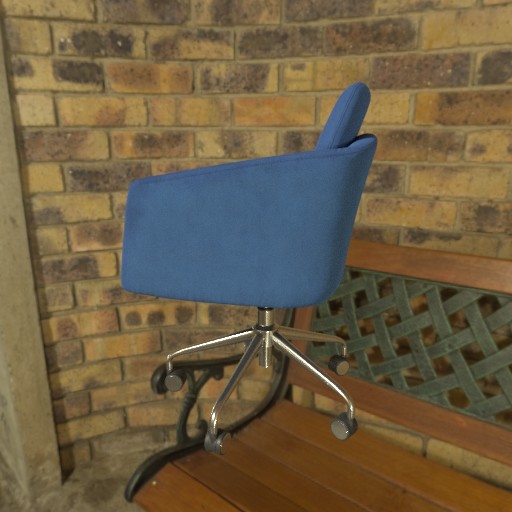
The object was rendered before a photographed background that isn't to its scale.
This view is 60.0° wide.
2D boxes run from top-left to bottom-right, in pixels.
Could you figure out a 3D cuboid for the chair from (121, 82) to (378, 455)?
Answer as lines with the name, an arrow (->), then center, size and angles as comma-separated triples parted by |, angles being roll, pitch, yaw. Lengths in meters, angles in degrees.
chair -> 0.000, 0.000, 1.296 | 0.635, 0.908, 0.641 | 2, 15, 8
